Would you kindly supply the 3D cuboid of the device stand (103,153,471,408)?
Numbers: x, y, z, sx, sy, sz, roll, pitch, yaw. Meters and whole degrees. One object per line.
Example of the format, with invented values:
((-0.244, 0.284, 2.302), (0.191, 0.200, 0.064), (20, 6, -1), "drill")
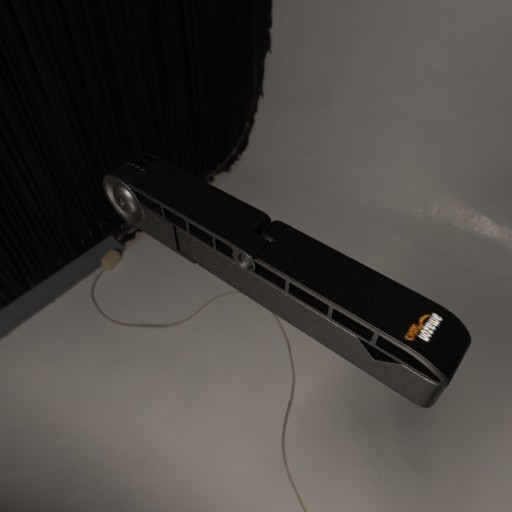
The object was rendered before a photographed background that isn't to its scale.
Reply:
((0.000, 0.000, 0.194), (0.179, 0.030, 0.026), (30, 54, 25), "device stand")
